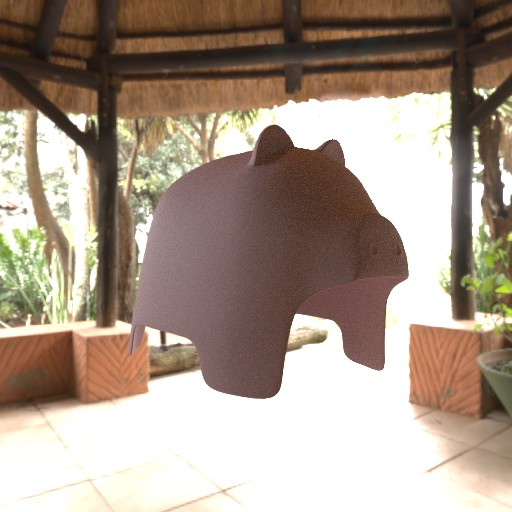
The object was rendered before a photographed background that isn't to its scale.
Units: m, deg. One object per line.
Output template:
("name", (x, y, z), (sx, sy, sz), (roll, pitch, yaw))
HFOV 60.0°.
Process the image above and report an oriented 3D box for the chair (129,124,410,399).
("chair", (0.000, 0.000, 0.872), (0.364, 0.423, 0.619), (0, -1, -37))
